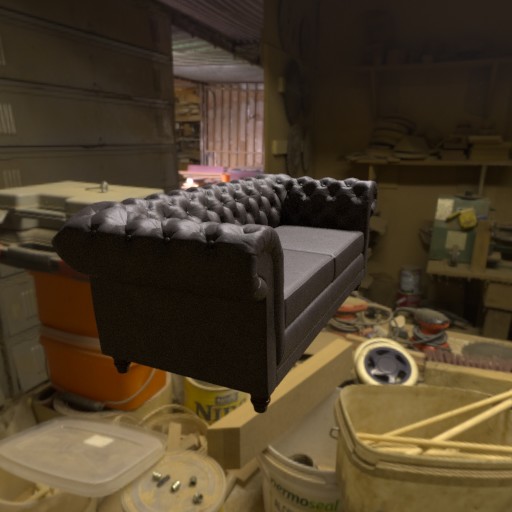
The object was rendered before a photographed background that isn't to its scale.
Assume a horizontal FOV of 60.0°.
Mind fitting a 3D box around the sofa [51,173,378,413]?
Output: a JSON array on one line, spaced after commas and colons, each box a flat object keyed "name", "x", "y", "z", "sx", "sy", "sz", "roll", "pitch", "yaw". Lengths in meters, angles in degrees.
[{"name": "sofa", "x": 0.000, "y": 0.000, "z": 2.495, "sx": 0.944, "sy": 0.779, "sz": 2.048, "roll": 7, "pitch": 16, "yaw": 25}]
